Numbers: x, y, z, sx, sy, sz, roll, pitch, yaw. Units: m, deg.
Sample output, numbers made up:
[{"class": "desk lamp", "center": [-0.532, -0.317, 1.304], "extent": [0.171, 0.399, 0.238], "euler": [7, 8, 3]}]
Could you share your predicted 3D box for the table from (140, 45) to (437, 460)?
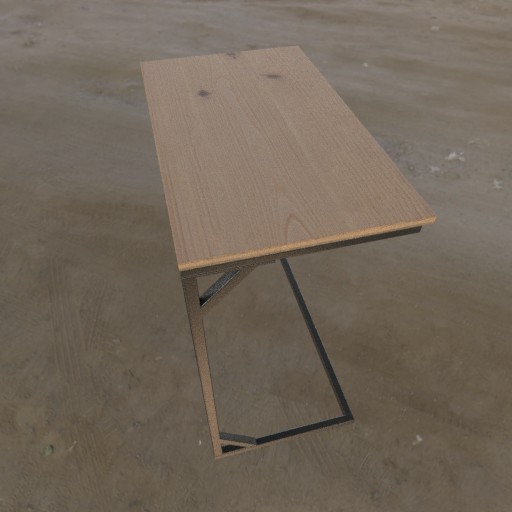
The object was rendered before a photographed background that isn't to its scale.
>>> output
[{"class": "table", "center": [0.000, 0.000, 1.011], "extent": [0.351, 0.673, 0.597], "euler": [-11, 47, -10]}]
